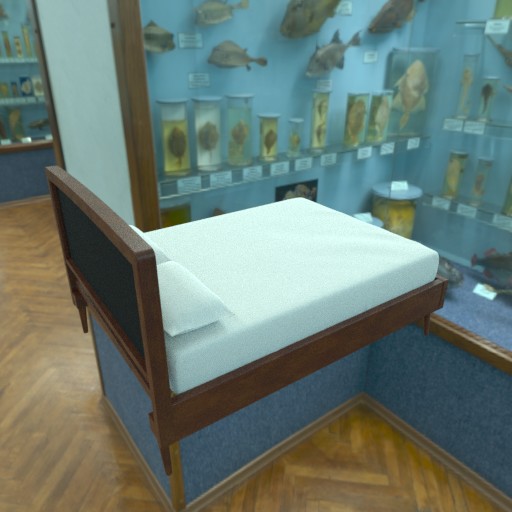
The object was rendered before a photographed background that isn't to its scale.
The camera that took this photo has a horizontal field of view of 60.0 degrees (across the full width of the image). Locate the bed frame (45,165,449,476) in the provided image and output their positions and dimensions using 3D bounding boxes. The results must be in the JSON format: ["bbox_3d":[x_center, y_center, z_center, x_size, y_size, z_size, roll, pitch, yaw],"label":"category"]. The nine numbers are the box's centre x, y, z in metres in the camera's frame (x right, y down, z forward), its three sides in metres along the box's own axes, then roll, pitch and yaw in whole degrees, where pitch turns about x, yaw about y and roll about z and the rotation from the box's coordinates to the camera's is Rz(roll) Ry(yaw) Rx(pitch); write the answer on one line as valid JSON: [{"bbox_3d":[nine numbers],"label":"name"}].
[{"bbox_3d":[0.000,0.000,3.048,2.171,1.279,1.587,-17,30,-31],"label":"bed frame"}]
